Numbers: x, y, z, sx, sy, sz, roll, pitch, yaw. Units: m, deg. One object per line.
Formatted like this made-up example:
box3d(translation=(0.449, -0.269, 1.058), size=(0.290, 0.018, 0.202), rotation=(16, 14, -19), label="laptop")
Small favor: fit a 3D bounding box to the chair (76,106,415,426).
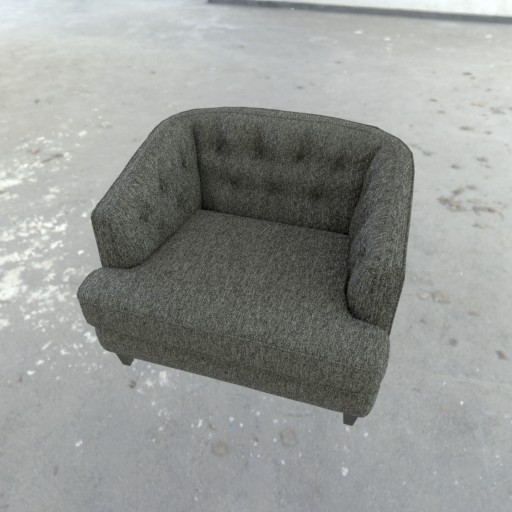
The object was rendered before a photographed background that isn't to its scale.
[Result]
box3d(translation=(0.000, 0.000, 1.788), size=(1.104, 0.852, 0.941), rotation=(11, 41, 13), label="chair")
